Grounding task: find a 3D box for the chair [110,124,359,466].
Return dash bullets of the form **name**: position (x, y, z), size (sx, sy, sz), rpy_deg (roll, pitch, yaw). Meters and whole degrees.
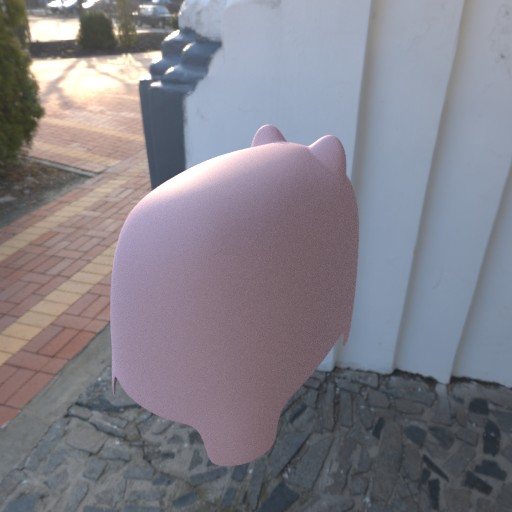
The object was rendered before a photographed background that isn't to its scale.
- **chair**: position (0.000, 0.000, 0.853), size (0.364, 0.423, 0.619), rpy_deg (20, 35, 30)
